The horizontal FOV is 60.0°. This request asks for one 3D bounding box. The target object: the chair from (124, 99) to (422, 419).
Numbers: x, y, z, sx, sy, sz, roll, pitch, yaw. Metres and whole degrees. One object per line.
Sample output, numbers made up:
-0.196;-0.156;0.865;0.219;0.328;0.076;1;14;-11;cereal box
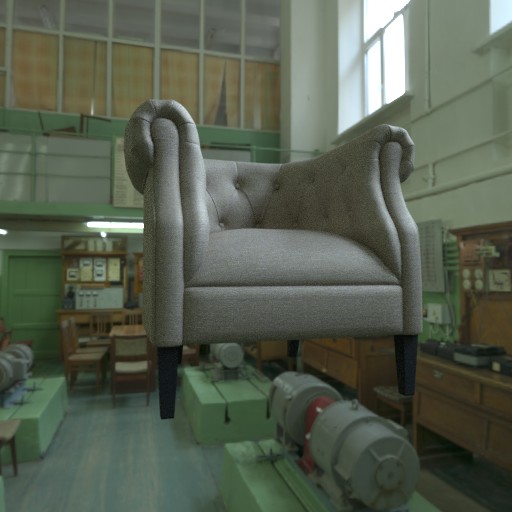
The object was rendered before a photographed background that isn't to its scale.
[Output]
0.000;0.000;1.563;0.905;0.827;0.852;1;-2;-17;chair
